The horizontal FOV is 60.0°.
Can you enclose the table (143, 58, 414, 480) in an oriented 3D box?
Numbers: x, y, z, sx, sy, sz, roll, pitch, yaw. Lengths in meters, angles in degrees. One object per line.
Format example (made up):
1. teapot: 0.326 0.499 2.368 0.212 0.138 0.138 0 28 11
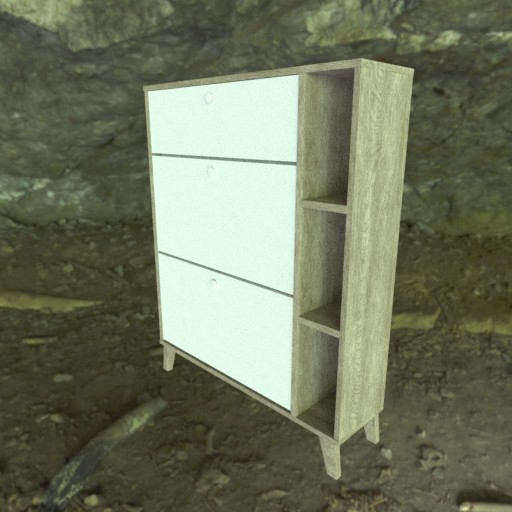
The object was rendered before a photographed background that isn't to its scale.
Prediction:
1. table: 0.000 0.000 1.522 0.902 1.135 0.256 15 22 43
